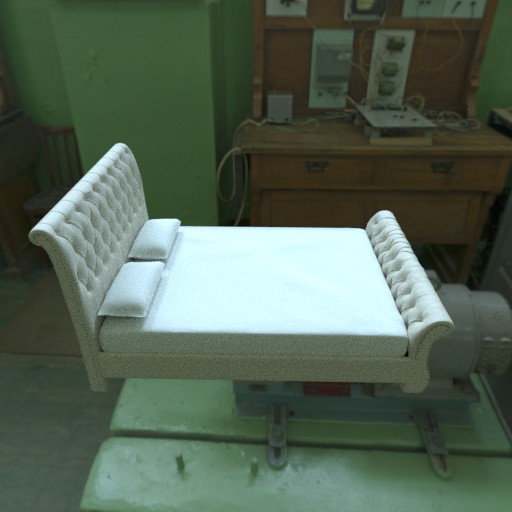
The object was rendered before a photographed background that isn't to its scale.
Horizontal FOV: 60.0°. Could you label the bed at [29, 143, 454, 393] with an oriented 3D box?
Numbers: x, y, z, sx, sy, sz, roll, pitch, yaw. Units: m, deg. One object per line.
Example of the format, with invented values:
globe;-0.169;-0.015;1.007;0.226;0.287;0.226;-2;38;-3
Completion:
bed;0.000;0.000;3.415;2.493;1.268;1.606;1;31;1
